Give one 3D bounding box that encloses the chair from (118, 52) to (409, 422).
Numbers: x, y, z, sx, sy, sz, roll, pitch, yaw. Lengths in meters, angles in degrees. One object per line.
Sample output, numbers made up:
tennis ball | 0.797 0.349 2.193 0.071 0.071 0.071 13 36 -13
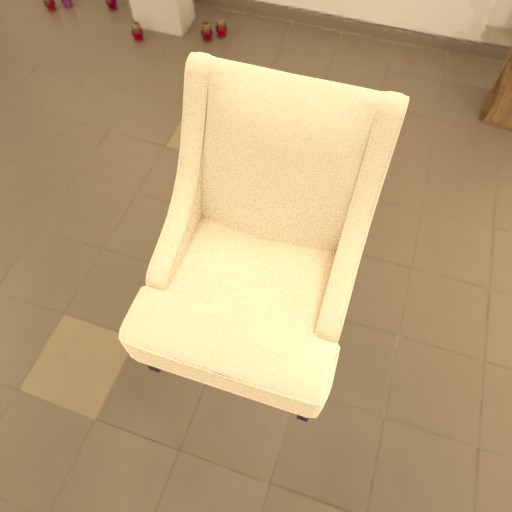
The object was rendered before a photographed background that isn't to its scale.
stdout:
chair | 0.000 0.000 1.488 0.689 0.886 0.806 15 60 9
